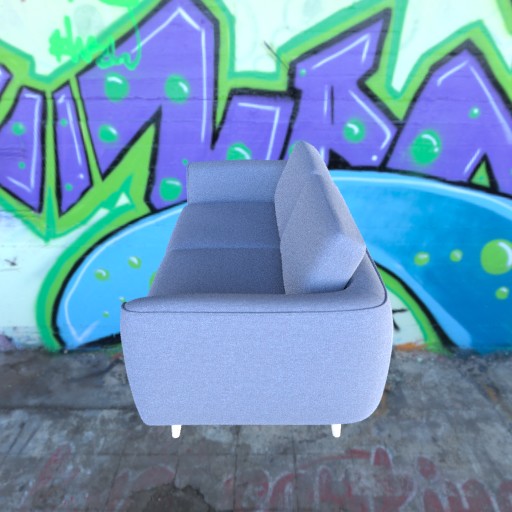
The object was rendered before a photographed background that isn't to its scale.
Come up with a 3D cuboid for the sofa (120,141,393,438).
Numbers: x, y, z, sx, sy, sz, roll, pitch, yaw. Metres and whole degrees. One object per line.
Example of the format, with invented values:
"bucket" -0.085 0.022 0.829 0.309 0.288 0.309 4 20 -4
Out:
"sofa" 0.000 0.000 2.140 0.920 0.850 1.700 0 27 0
